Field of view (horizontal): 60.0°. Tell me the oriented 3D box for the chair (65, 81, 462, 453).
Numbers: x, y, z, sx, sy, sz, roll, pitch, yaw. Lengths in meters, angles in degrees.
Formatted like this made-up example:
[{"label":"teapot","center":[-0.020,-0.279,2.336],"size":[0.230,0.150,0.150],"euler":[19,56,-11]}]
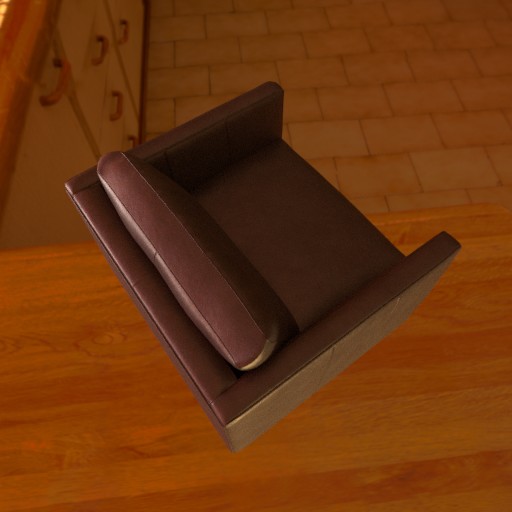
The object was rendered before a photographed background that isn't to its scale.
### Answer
[{"label":"chair","center":[0.000,0.000,1.577],"size":[0.862,0.811,0.939],"euler":[-32,65,-17]}]
